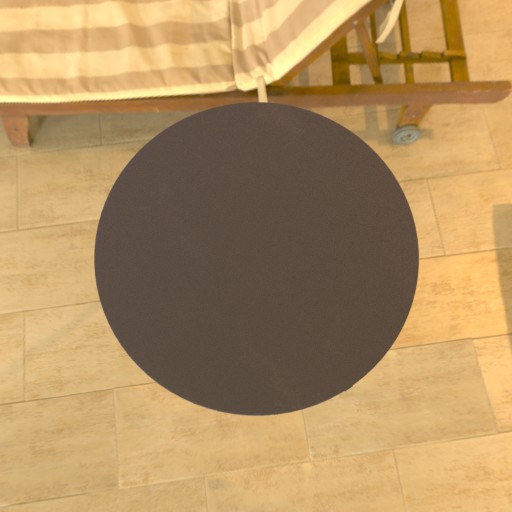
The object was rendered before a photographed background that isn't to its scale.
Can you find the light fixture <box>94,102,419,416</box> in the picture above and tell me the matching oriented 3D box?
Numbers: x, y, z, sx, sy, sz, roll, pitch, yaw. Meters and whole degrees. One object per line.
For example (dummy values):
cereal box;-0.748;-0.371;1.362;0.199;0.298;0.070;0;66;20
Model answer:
light fixture;0.000;0.000;0.532;0.356;0.102;0.356;0;75;0
